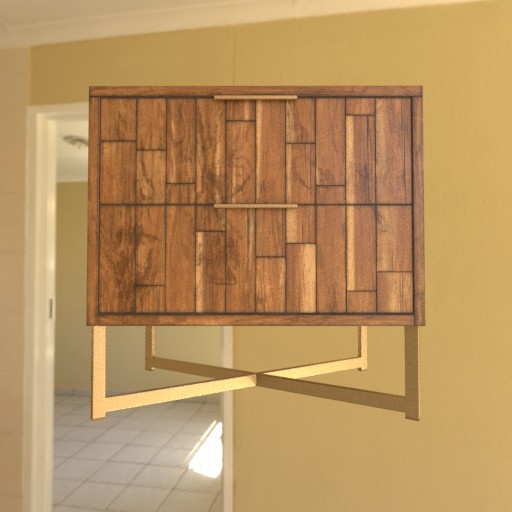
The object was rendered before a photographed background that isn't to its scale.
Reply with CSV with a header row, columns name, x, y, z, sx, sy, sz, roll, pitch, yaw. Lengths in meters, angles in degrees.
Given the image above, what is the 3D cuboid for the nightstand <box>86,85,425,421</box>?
name,x,y,z,sx,sy,sz,roll,pitch,yaw
nightstand,0.000,0.000,1.010,0.610,0.610,0.446,0,-2,0
